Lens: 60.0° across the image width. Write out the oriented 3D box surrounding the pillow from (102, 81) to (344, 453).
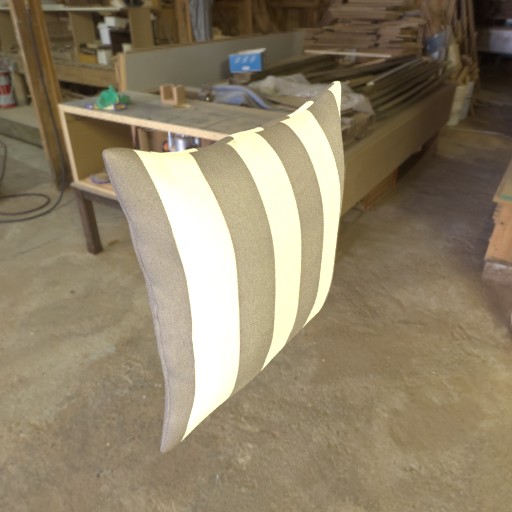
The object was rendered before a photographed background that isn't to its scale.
[{"bbox_3d":[0.000,0.000,0.768,0.192,0.507,0.522,21,37,31],"label":"pillow"}]
